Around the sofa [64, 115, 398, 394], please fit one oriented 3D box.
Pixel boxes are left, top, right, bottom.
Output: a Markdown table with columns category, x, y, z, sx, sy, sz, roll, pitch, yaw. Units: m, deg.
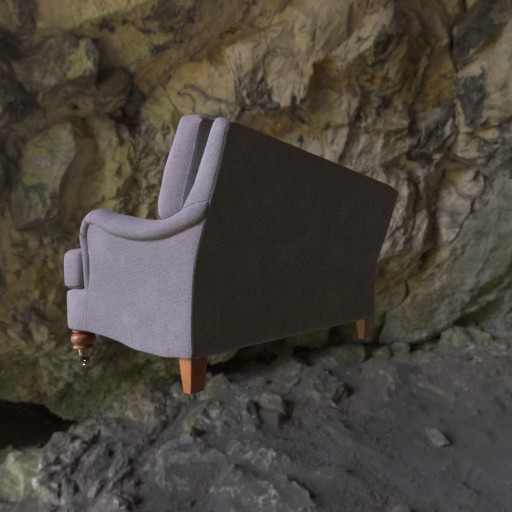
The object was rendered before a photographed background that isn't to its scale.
| category | x | y | z | sx | sy | sz | roll | pitch | yaw |
| --- | --- | --- | --- | --- | --- | --- | --- | --- | --- |
| sofa | 0.000 | 0.000 | 2.583 | 1.084 | 1.101 | 1.853 | -1 | -2 | 37 |
